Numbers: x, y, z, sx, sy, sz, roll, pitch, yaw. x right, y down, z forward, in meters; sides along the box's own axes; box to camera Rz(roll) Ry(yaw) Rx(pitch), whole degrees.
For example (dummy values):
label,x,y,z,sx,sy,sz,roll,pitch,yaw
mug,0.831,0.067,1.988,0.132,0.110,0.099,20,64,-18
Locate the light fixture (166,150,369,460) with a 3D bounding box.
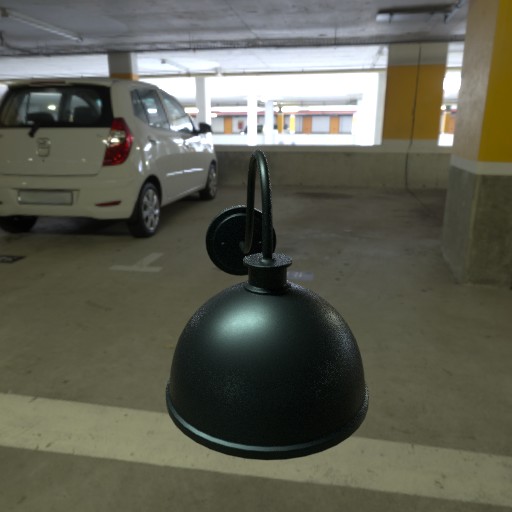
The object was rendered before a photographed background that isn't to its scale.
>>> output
label,x,y,z,sx,sy,sz,roll,pitch,yaw
light fixture,0.000,0.000,0.628,0.253,0.295,0.467,-2,16,-7
